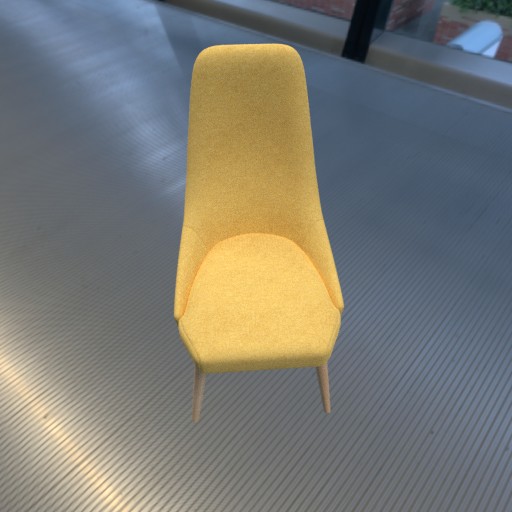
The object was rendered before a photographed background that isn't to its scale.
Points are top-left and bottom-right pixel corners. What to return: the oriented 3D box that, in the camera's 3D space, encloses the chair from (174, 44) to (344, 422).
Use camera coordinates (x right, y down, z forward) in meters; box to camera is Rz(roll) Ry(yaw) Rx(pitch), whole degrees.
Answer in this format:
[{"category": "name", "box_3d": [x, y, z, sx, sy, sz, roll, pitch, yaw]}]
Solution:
[{"category": "chair", "box_3d": [0.000, 0.000, 1.386, 0.510, 1.040, 0.660, -3, 46, -3]}]
